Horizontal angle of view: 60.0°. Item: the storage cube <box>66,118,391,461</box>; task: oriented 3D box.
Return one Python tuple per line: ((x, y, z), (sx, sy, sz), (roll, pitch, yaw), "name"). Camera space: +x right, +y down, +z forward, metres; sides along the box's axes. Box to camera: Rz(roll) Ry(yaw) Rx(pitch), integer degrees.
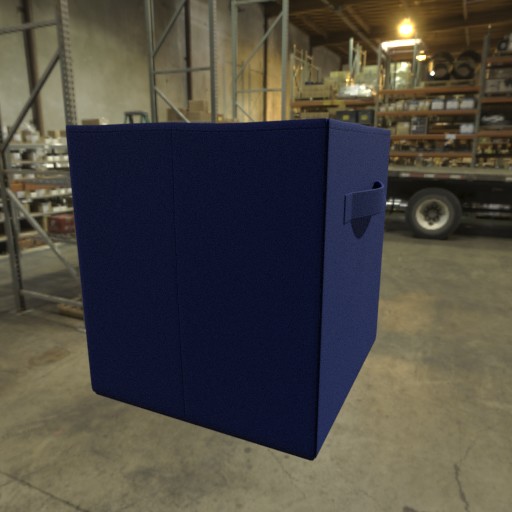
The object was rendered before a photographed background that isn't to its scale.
((0.000, 0.000, 0.502), (0.270, 0.280, 0.270), (7, 15, 25), "storage cube")
